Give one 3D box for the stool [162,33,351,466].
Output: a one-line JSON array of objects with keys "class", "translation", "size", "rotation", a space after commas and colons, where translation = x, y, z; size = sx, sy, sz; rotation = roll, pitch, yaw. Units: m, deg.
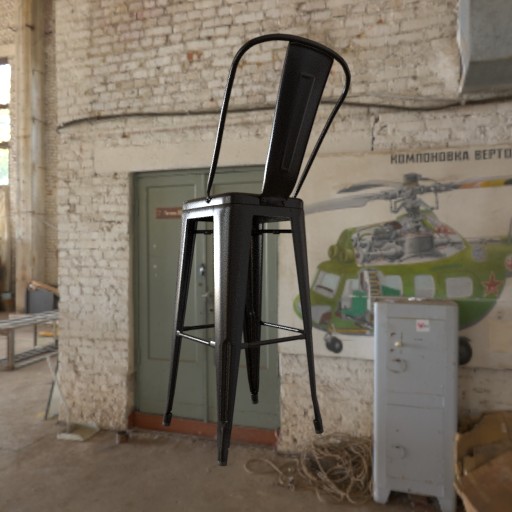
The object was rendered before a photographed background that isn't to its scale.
[{"class": "stool", "translation": [0.000, 0.000, 1.334], "size": [0.399, 1.096, 0.513], "rotation": [0, 1, -37]}]
